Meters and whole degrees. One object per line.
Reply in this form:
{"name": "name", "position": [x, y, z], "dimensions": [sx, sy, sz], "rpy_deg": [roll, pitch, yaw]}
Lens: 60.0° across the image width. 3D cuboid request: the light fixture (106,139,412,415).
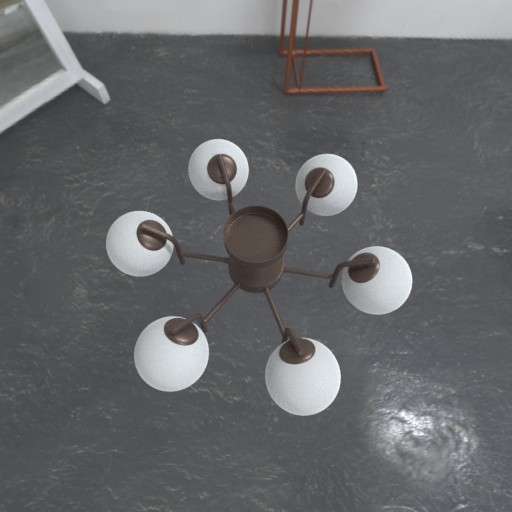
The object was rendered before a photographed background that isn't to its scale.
{"name": "light fixture", "position": [0.000, 0.000, 0.935], "dimensions": [0.662, 0.201, 0.662], "rpy_deg": [0, 64, 0]}
